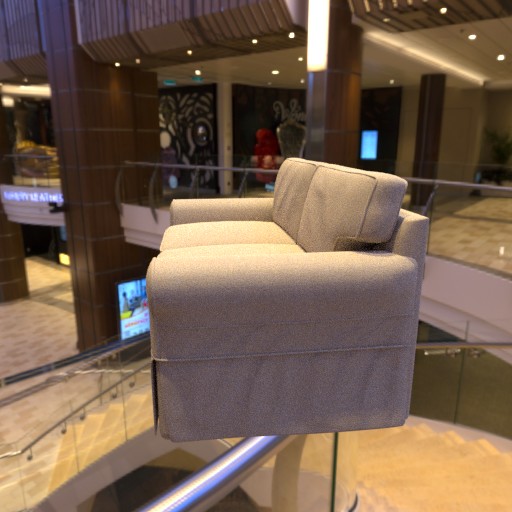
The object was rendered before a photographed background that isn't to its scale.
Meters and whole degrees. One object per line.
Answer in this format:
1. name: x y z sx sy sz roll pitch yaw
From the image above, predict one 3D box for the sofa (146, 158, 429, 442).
1. sofa: 0.000 0.000 2.303 0.991 0.940 1.727 -2 15 -7
